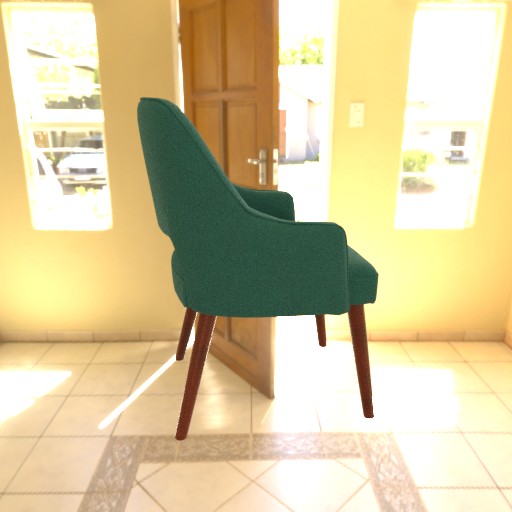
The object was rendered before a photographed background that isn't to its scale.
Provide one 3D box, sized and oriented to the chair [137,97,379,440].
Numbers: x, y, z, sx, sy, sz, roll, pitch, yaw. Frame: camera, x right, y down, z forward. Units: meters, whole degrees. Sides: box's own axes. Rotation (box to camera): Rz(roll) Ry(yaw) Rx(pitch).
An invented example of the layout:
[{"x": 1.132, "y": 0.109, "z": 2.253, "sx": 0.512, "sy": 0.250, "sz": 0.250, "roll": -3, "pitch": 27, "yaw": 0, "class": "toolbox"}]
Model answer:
[{"x": 0.000, "y": 0.000, "z": 1.273, "sx": 0.605, "sy": 0.849, "sz": 0.548, "roll": -3, "pitch": 17, "yaw": -9, "class": "chair"}]
